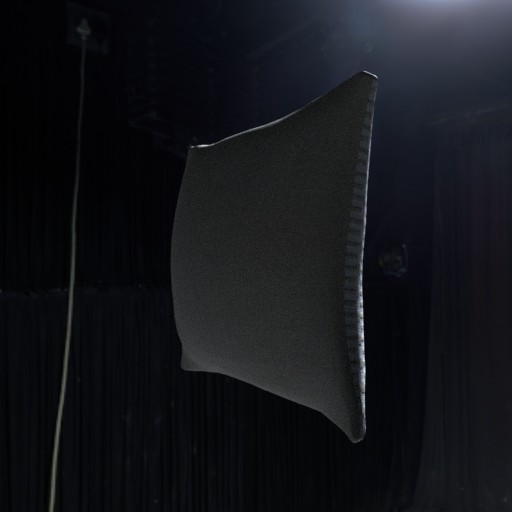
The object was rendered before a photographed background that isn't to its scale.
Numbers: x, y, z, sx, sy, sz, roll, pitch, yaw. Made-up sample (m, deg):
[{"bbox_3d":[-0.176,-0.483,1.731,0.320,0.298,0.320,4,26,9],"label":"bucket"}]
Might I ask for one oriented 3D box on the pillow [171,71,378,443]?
[{"bbox_3d":[0.000,0.000,0.782,0.219,0.491,0.496,1,-1,-37],"label":"pillow"}]
